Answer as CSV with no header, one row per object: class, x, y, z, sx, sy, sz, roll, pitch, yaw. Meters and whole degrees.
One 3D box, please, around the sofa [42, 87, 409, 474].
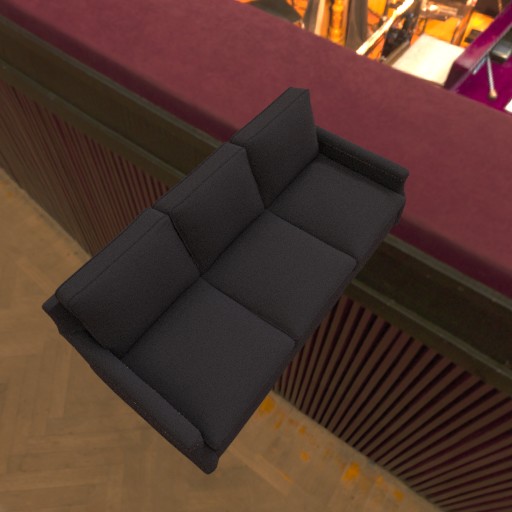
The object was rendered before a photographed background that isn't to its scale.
sofa,0.000,0.000,2.792,1.084,1.003,2.246,33,63,20
